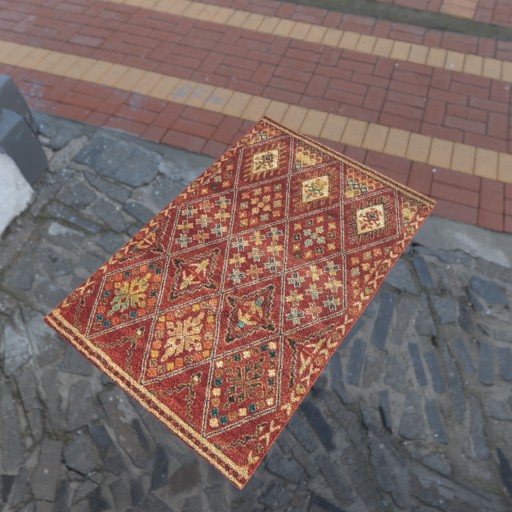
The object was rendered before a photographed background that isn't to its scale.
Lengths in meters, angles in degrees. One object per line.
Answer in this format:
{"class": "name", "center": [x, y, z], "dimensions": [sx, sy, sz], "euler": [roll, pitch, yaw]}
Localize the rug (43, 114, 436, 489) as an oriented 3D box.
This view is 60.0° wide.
{"class": "rug", "center": [0.000, 0.000, 2.911], "dimensions": [1.521, 0.026, 2.286], "euler": [32, 63, 19]}
